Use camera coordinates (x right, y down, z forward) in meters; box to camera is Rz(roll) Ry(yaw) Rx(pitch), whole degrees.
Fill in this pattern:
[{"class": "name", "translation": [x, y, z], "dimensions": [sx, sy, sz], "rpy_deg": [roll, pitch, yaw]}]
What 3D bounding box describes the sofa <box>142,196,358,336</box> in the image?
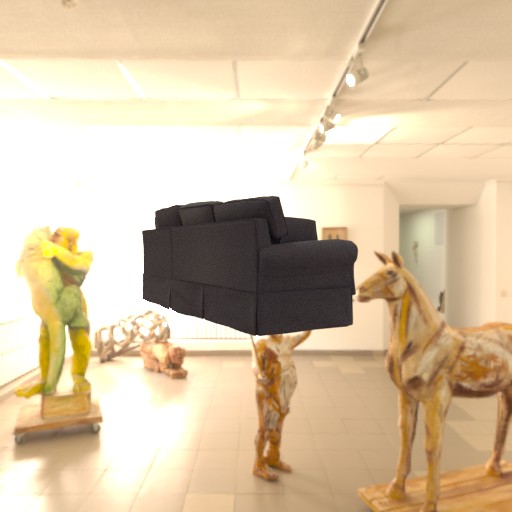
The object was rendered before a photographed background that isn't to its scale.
[{"class": "sofa", "translation": [0.000, 0.000, 5.125], "dimensions": [2.874, 1.169, 3.773], "rpy_deg": [0, 1, -1]}]
